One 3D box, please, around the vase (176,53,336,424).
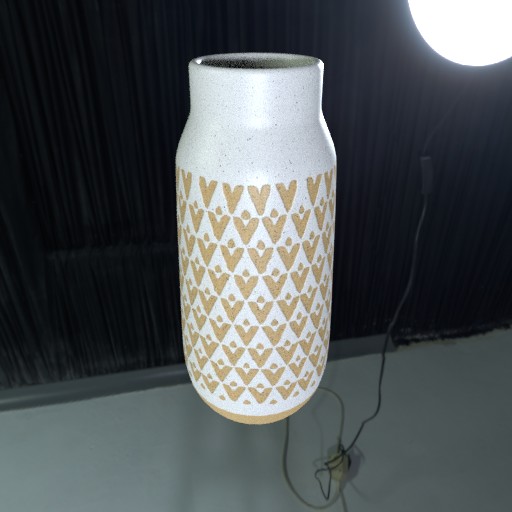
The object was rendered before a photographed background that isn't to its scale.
[{"bbox_3d":[0.000,0.000,0.377,0.137,0.307,0.137,0,31,0],"label":"vase"}]
